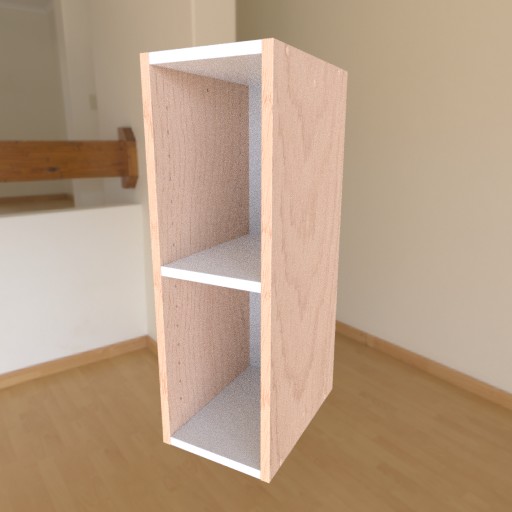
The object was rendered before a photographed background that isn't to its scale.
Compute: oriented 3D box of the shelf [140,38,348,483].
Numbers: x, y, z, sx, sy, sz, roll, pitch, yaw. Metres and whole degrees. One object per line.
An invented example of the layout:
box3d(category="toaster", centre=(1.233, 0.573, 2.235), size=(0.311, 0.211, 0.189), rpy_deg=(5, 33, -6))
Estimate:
box3d(category="shelf", centre=(0.000, 0.000, 0.744), size=(0.200, 0.600, 0.290), rpy_deg=(8, 16, 27))
